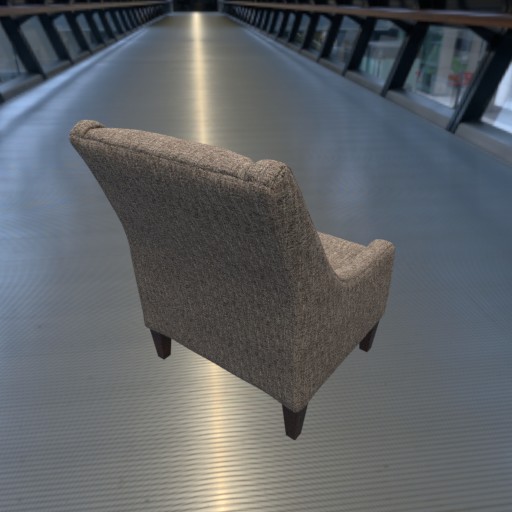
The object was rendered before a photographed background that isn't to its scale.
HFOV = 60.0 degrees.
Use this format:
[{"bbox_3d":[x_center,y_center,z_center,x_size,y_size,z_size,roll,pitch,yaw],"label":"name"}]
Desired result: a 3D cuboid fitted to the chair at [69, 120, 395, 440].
[{"bbox_3d":[0.000,0.000,1.634,0.774,1.014,0.870,20,35,32],"label":"chair"}]
